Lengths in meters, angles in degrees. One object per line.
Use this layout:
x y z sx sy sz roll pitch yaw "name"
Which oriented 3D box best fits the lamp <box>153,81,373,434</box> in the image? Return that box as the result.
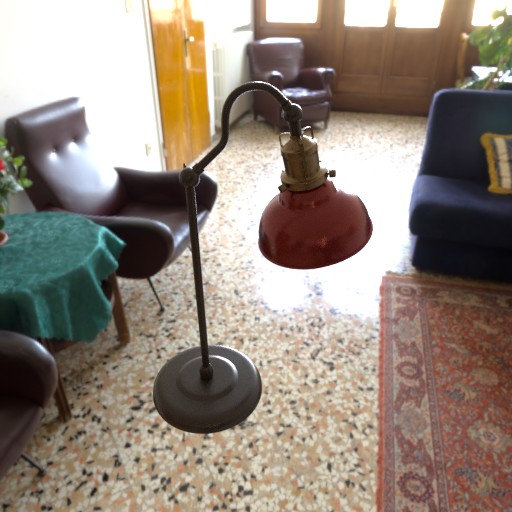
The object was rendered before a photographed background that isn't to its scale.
0.000 0.000 0.684 0.374 0.508 0.192 -11 33 -18 "lamp"
